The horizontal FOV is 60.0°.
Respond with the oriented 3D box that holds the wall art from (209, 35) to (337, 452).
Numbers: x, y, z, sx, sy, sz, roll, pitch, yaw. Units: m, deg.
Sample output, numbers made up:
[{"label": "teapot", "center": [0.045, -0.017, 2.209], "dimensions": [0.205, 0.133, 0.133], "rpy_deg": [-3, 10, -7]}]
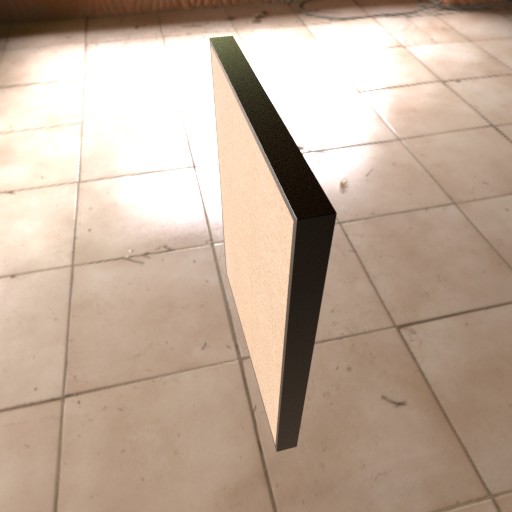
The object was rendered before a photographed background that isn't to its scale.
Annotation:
[{"label": "wall art", "center": [0.000, 0.000, 0.749], "dimensions": [0.038, 0.551, 0.448], "rpy_deg": [-10, 47, -10]}]
